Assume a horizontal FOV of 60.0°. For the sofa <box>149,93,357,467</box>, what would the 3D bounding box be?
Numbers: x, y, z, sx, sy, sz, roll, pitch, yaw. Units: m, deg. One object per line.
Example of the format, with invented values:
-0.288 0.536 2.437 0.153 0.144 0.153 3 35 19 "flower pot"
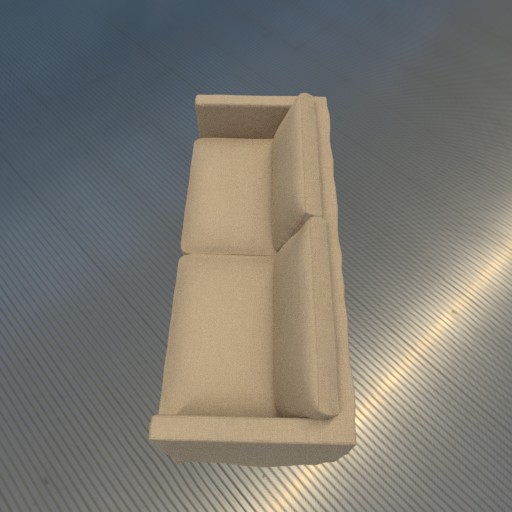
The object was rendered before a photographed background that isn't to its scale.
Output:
0.000 0.000 2.772 0.962 0.853 2.312 1 59 1 "sofa"
